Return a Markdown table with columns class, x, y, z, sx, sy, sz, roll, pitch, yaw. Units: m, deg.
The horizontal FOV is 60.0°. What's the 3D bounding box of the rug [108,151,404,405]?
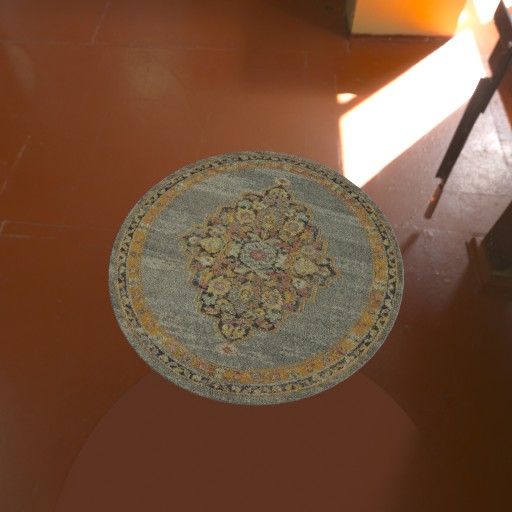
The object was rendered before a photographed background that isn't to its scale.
| class | x | y | z | sx | sy | sz | roll | pitch | yaw |
| --- | --- | --- | --- | --- | --- | --- | --- | --- | --- |
| rug | 0.000 | 0.000 | 2.435 | 1.598 | 0.010 | 1.598 | 0 | 58 | 0 |
